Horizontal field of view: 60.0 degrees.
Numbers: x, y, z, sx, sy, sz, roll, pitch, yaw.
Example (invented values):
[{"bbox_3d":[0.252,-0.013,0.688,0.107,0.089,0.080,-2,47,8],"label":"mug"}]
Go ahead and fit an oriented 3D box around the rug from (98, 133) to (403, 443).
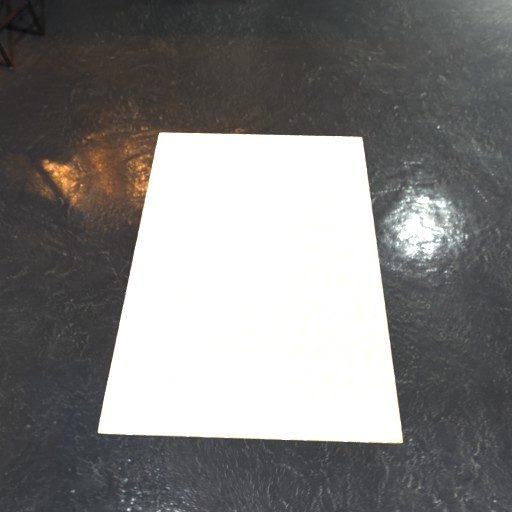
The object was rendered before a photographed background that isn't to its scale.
[{"bbox_3d":[0.000,0.000,2.765,1.524,0.010,2.134,1,58,1],"label":"rug"}]
